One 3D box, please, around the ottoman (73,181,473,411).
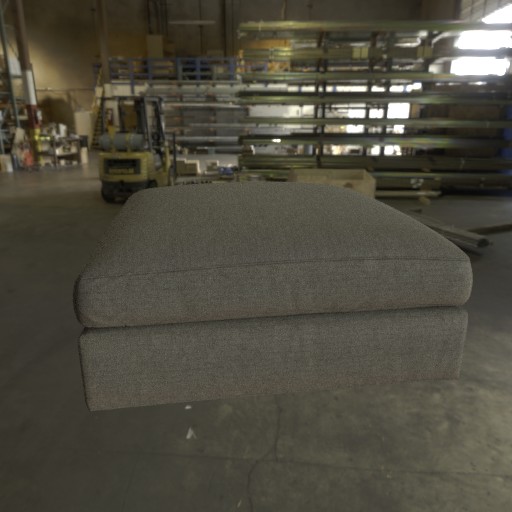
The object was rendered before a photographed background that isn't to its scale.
[{"bbox_3d":[0.000,0.000,1.599,1.041,0.470,1.041,-2,18,-8],"label":"ottoman"}]
